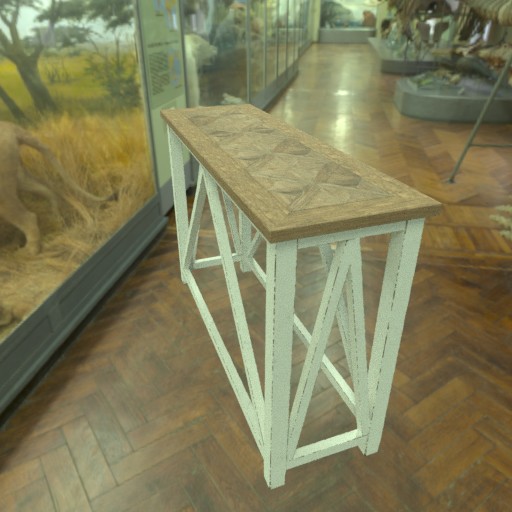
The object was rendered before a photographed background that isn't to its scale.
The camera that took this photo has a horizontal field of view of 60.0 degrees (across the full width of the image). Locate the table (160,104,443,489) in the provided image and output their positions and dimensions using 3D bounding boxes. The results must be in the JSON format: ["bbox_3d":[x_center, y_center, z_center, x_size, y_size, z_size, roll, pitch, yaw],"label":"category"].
[{"bbox_3d":[0.000,0.000,1.804,0.450,0.930,1.400,-10,31,-18],"label":"table"}]
